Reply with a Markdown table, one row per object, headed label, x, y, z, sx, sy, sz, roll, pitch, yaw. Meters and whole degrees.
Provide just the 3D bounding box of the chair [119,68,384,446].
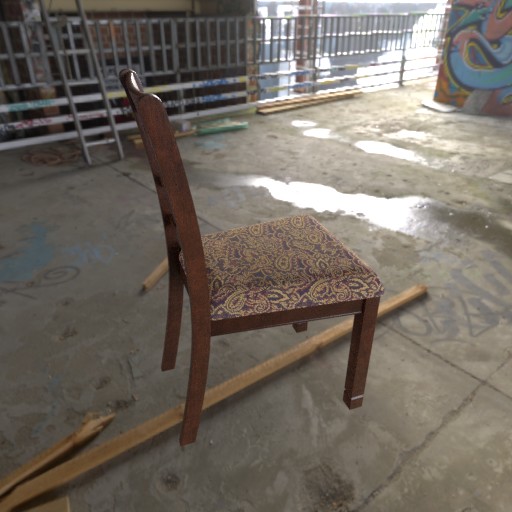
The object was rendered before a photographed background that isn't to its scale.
| label | x | y | z | sx | sy | sz | roll | pitch | yaw |
| --- | --- | --- | --- | --- | --- | --- | --- | --- | --- |
| chair | 0.000 | 0.000 | 1.257 | 0.584 | 0.965 | 0.457 | -10 | 31 | -17 |
